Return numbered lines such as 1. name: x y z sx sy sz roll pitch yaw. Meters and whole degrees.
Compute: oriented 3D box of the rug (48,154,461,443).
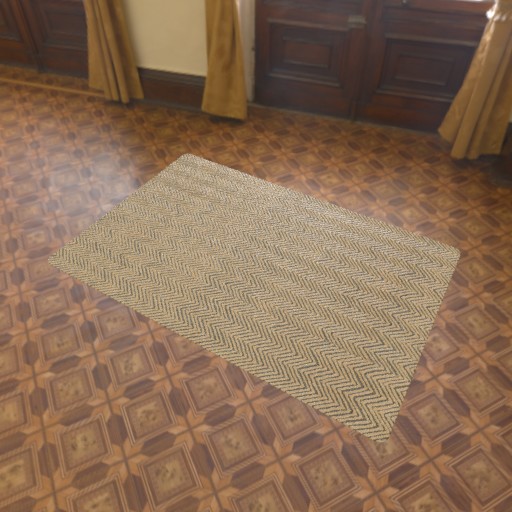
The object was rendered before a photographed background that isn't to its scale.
1. rug: 0.000 0.000 2.220 1.752 0.008 1.144 23 50 21
